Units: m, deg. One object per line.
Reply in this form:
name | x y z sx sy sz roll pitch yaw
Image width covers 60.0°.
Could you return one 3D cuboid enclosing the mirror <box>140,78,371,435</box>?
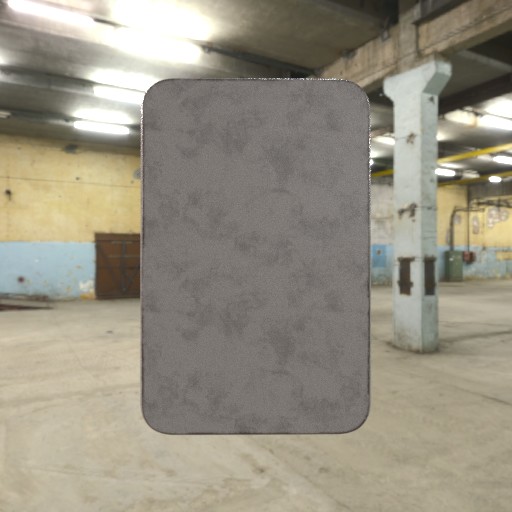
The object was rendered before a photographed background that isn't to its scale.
mirror | 0.000 0.000 0.883 0.461 0.713 0.024 0 -1 -1
